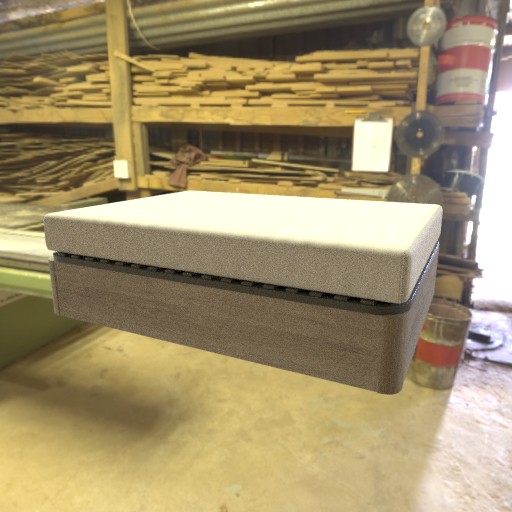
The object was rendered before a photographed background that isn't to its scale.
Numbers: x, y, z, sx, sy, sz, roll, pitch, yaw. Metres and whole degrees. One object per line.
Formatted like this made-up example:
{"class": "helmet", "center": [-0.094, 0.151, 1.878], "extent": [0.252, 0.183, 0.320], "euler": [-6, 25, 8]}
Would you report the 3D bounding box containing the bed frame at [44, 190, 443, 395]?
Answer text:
{"class": "bed frame", "center": [0.000, 0.000, 2.607], "extent": [1.900, 0.561, 1.400], "euler": [7, 16, 26]}
